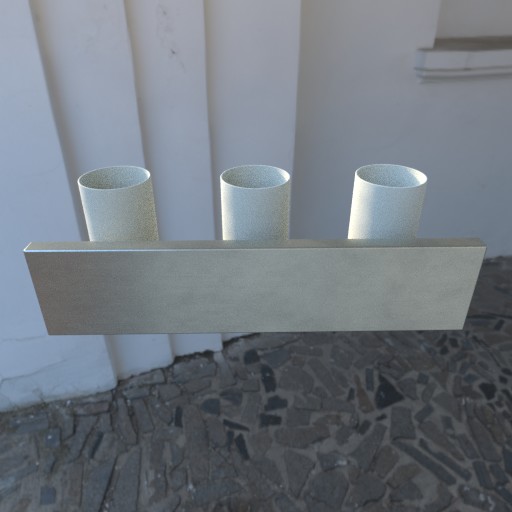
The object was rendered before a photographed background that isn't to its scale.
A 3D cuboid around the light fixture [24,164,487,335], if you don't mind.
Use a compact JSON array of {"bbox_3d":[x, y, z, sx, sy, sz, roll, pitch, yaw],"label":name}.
[{"bbox_3d":[0.000,0.000,0.517,0.451,0.172,0.145,-1,30,-1],"label":"light fixture"}]
